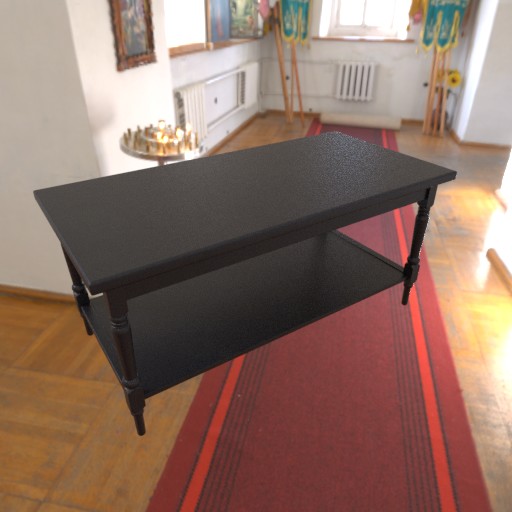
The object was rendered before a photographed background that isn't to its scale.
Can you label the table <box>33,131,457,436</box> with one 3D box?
[{"bbox_3d":[0.000,0.000,1.411,1.107,0.510,0.550,-19,35,-28],"label":"table"}]
